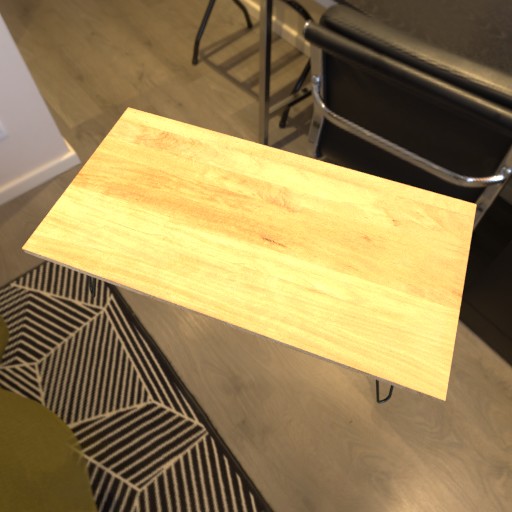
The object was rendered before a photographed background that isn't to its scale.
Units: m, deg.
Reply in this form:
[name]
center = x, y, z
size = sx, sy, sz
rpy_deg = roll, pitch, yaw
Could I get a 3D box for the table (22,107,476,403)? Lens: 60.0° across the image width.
[table]
center = 0.000, 0.000, 1.642
size = 1.348, 0.400, 0.699
rpy_deg = 18, 61, 10
